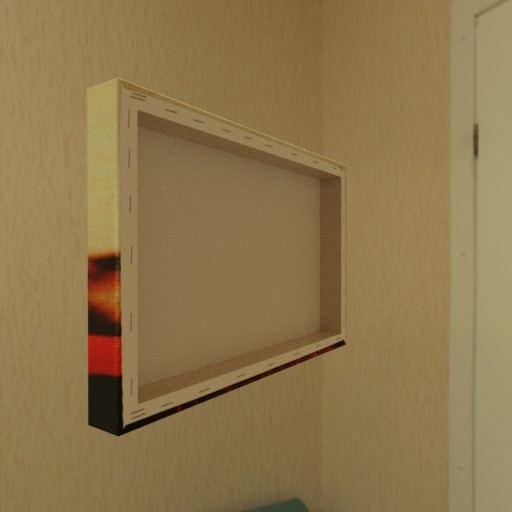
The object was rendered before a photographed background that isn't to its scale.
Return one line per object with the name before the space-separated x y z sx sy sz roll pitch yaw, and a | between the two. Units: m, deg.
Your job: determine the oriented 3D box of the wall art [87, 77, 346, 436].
wall art | 0.000 0.000 0.475 0.037 0.251 0.383 0 0 36
